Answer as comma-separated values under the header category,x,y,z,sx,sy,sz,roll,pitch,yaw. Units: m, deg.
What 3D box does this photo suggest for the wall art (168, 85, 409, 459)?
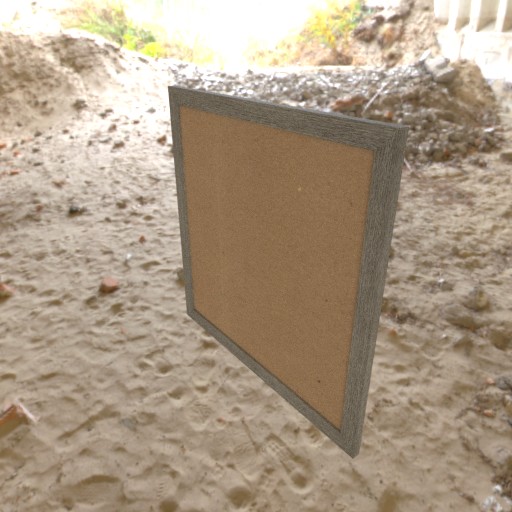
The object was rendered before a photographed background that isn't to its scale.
category,x,y,z,sx,sy,sz,roll,pitch,yaw
wall art,0.000,0.000,1.027,0.020,0.685,0.685,-20,33,-34
